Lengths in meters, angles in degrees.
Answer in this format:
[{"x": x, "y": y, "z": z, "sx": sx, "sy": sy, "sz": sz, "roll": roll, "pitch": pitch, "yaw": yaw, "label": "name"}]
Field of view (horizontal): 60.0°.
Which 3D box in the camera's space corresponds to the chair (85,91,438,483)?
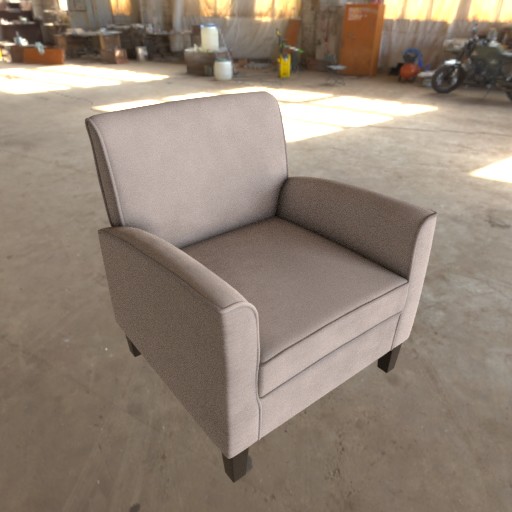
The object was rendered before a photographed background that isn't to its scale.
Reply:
[{"x": 0.000, "y": 0.000, "z": 1.507, "sx": 0.820, "sy": 0.915, "sz": 0.821, "roll": -22, "pitch": 36, "yaw": -32, "label": "chair"}]
